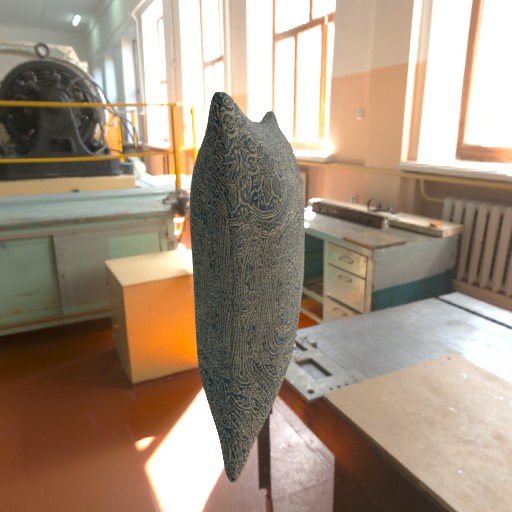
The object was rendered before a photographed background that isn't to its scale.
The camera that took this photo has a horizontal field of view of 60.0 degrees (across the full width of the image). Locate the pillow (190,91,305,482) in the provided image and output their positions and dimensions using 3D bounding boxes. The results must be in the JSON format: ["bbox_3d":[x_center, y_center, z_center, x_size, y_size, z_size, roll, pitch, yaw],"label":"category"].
[{"bbox_3d":[0.000,0.000,0.784,0.166,0.510,0.523,2,16,8],"label":"pillow"}]
